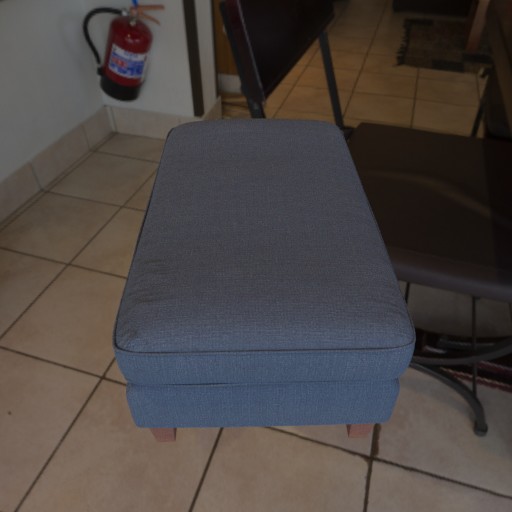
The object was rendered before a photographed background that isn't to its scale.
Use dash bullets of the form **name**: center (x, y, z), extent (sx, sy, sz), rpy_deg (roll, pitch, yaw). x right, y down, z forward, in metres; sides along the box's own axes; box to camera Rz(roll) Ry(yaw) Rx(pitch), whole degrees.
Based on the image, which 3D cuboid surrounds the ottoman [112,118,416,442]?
- **ottoman**: center (0.000, 0.000, 1.188), extent (0.570, 0.438, 0.885), rpy_deg (-1, 41, -1)
